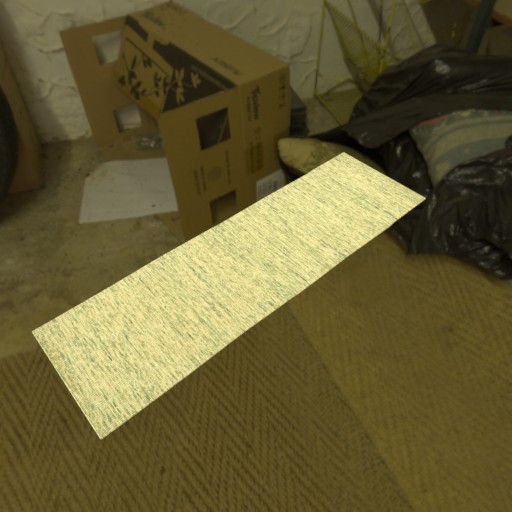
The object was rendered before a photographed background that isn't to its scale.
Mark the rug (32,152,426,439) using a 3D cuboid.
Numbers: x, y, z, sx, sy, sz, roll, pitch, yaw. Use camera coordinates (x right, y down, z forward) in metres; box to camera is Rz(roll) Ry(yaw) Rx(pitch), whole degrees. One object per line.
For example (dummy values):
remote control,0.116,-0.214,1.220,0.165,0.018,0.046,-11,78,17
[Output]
rug,0.000,0.000,2.488,2.290,0.014,0.700,-33,55,-27
